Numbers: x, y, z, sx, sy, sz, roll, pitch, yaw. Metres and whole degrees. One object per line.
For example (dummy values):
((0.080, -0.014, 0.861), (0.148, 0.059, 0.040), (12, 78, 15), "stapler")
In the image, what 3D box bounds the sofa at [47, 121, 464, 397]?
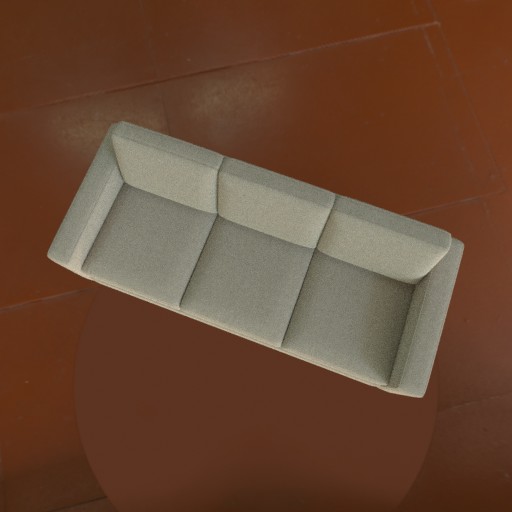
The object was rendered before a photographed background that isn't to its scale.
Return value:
((0.000, 0.000, 2.593), (2.160, 0.800, 0.900), (20, 77, 5), "sofa")
